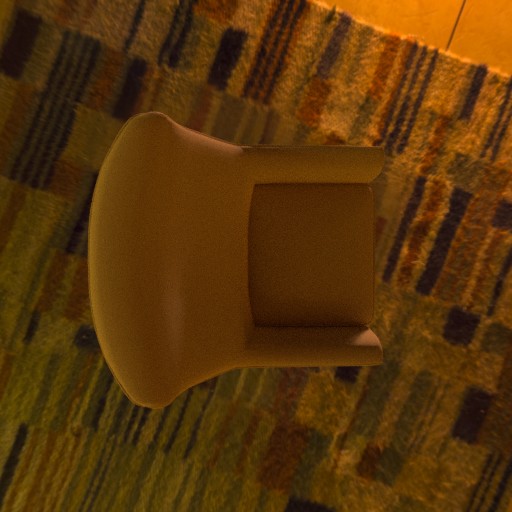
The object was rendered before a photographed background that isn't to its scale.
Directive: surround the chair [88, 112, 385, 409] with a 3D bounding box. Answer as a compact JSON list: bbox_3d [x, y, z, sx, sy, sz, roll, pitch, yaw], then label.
[{"bbox_3d":[0.000,0.000,1.564,0.879,0.916,0.756,0,92,-2],"label":"chair"}]
